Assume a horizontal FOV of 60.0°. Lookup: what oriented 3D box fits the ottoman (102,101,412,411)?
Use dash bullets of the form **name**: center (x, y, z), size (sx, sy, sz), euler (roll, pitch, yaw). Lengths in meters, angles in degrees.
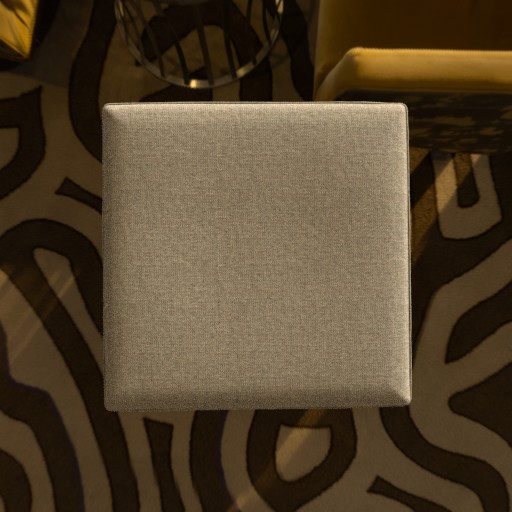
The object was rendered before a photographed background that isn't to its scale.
- **ottoman**: center (0.000, 0.000, 1.611), size (1.023, 0.423, 1.017), euler (0, 90, -1)
